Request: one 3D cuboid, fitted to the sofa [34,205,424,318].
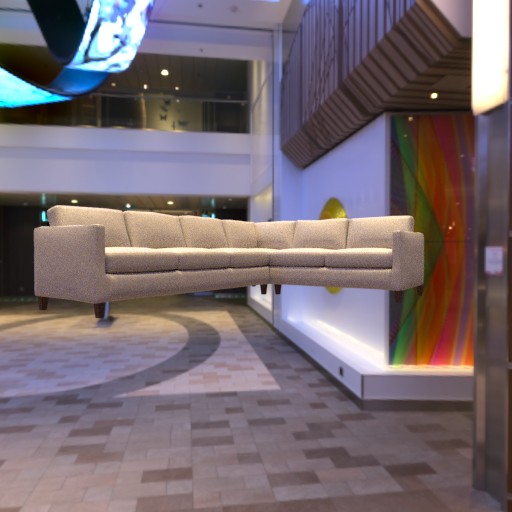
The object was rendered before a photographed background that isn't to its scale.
[{"bbox_3d":[0.000,0.000,4.507,2.522,0.934,3.333,0,1,35],"label":"sofa"}]
